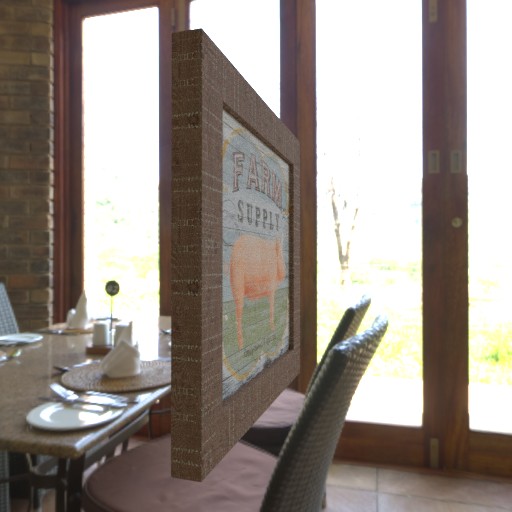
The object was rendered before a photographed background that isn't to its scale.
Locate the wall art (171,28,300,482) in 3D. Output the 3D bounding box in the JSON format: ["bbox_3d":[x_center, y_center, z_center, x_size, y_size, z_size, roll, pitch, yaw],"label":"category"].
[{"bbox_3d":[0.000,0.000,0.776,0.040,0.531,0.531,0,-1,18],"label":"wall art"}]
